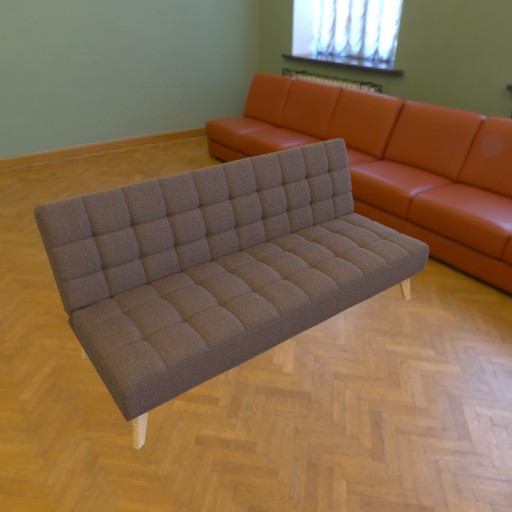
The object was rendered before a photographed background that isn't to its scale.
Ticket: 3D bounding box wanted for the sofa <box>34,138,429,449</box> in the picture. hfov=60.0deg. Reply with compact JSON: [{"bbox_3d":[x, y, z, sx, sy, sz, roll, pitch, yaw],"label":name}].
[{"bbox_3d":[0.000,0.000,2.260,1.800,0.810,0.860,-20,35,-31],"label":"sofa"}]
